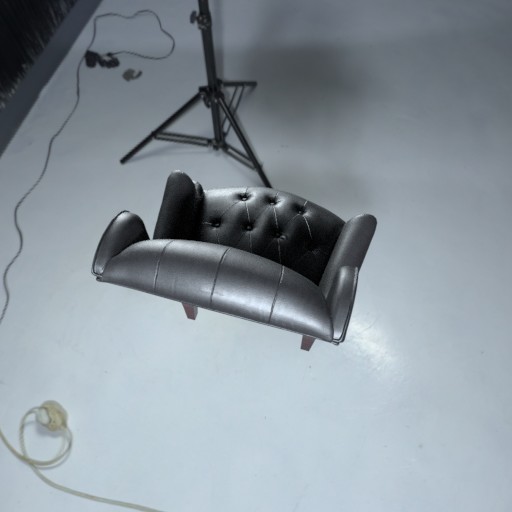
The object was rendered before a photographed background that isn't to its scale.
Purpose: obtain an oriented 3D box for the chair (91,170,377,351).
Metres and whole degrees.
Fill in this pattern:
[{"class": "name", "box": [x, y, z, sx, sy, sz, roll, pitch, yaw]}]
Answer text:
[{"class": "chair", "box": [0.000, 0.000, 1.715, 0.831, 1.133, 0.822, 14, 65, 7]}]
